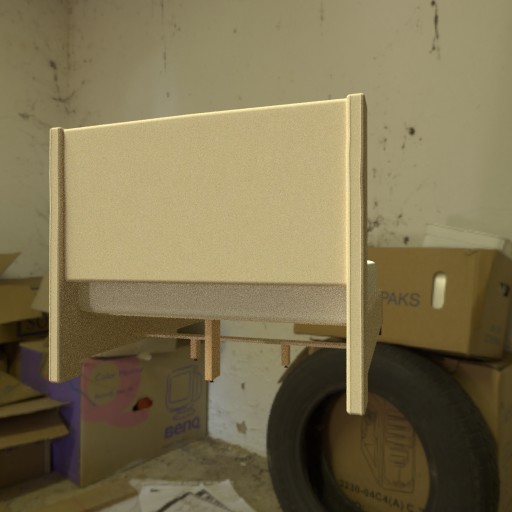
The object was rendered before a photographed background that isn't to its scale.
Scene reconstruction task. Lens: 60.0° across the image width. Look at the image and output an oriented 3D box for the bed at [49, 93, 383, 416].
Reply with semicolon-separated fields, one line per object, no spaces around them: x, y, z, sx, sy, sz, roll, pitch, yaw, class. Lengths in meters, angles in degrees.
0.000;0.000;3.366;1.778;1.471;2.293;0;0;18;bed
